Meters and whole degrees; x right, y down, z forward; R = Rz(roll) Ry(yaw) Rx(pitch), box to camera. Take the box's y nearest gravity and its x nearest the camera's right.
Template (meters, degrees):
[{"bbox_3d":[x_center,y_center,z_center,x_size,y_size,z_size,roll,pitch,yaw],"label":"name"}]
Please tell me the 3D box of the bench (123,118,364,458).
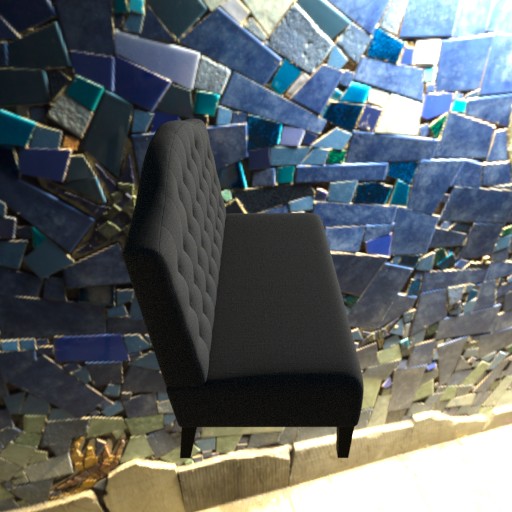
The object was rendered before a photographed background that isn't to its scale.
[{"bbox_3d":[0.000,0.000,2.075,0.815,1.180,1.335,0,33,0],"label":"bench"}]
